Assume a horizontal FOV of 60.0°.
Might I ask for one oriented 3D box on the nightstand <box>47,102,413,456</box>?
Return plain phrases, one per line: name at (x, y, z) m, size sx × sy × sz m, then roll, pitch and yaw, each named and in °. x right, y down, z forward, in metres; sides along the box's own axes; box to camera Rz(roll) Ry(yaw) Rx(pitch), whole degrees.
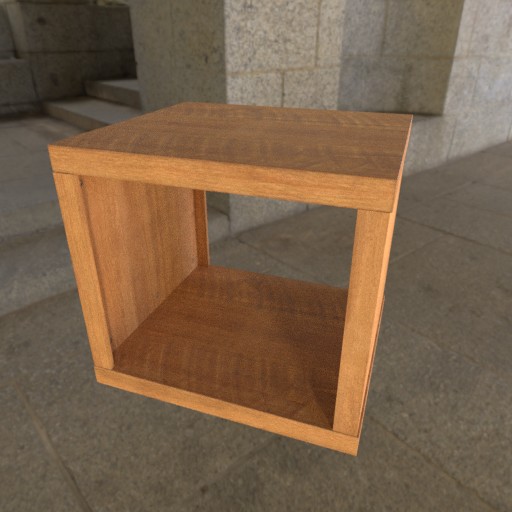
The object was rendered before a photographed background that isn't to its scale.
nightstand at (0.000, 0.000, 0.863) m, size 0.493 × 0.491 × 0.436 m, roll 9°, pitch 29°, yaw 17°
